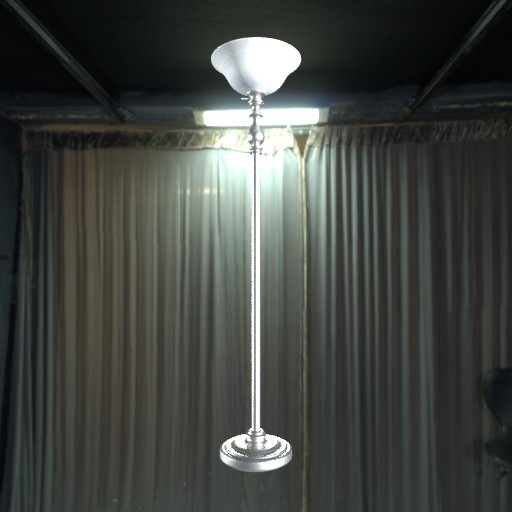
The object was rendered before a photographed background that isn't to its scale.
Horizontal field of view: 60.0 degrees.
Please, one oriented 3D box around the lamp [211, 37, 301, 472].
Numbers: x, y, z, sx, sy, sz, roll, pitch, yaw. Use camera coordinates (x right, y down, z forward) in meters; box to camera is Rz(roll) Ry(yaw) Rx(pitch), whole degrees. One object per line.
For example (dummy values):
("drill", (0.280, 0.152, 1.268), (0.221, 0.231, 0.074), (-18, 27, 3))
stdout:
("lamp", (0.000, 0.000, 1.977), (0.405, 1.771, 0.405), (0, -2, -2))
